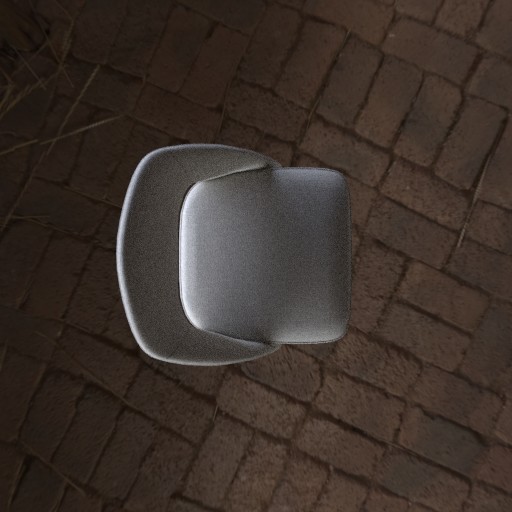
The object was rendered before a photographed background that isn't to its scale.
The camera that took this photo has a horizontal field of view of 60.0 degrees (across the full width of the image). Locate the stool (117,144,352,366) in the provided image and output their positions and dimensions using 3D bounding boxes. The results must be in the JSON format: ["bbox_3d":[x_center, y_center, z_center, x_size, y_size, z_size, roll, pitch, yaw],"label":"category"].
[{"bbox_3d":[0.000,0.000,1.260,0.509,0.940,0.494,0,89,0],"label":"stool"}]
